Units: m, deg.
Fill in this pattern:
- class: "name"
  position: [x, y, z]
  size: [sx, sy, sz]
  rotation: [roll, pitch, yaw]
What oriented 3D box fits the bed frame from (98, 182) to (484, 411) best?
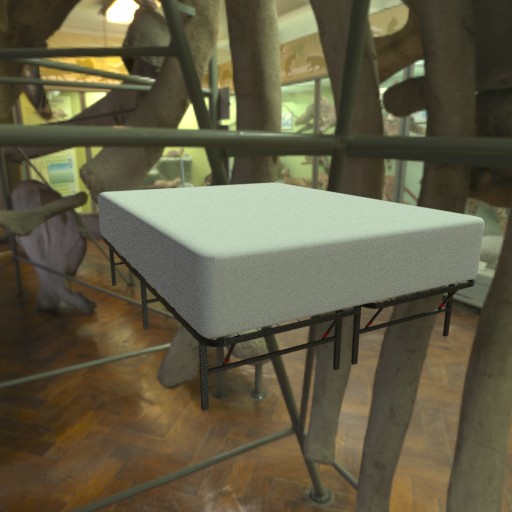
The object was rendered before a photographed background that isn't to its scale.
- class: "bed frame"
  position: [0.000, 0.000, 2.771]
  size: [1.528, 0.677, 2.037]
  rotation: [-8, 17, -28]
